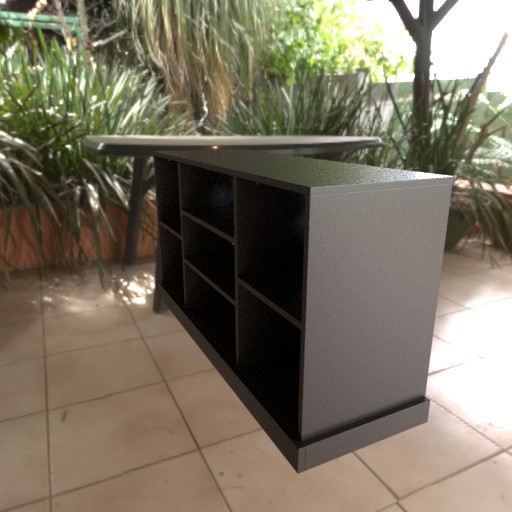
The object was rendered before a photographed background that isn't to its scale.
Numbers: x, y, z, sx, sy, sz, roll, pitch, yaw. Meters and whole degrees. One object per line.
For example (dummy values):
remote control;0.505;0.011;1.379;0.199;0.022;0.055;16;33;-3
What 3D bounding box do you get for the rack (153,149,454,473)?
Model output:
rack;0.000;0.000;1.498;0.399;0.635;1.206;-8;19;-25
